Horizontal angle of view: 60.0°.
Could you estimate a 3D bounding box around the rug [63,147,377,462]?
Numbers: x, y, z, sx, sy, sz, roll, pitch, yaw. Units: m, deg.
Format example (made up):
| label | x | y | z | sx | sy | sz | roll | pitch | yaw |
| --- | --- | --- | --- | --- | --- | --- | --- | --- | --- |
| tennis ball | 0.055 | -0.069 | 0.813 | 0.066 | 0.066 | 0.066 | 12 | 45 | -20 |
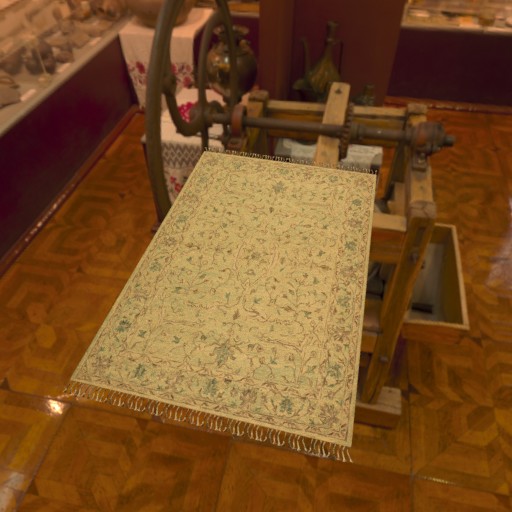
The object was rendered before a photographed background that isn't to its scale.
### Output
| label | x | y | z | sx | sy | sz | roll | pitch | yaw |
| --- | --- | --- | --- | --- | --- | --- | --- | --- | --- |
| rug | 0.000 | 0.000 | 3.037 | 1.544 | 0.010 | 2.435 | 10 | 47 | 10 |
